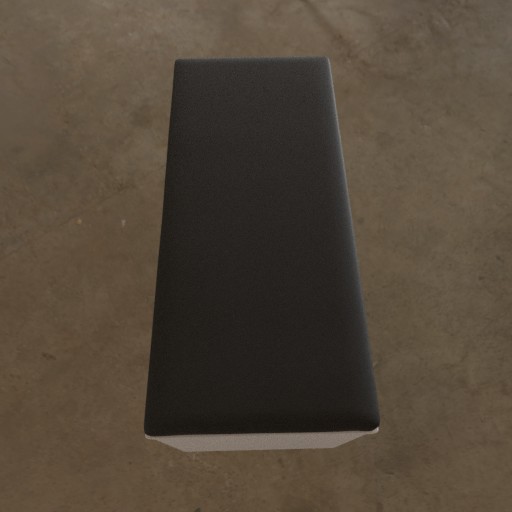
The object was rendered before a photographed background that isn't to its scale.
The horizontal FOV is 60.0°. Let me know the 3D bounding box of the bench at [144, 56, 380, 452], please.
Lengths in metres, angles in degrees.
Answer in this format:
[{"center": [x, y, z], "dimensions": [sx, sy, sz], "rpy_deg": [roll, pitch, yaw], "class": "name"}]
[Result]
[{"center": [0.000, 0.000, 1.145], "dimensions": [0.401, 0.500, 0.899], "rpy_deg": [-1, 63, -1], "class": "bench"}]
